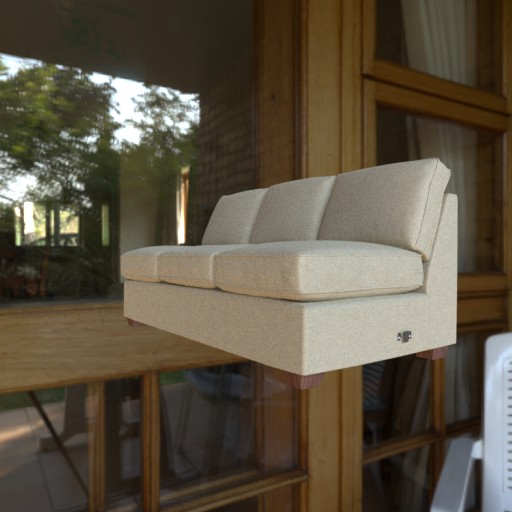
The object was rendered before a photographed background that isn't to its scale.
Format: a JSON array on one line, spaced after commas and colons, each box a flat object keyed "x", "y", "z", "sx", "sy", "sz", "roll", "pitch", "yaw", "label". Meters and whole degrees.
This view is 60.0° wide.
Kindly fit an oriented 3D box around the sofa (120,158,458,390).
[{"x": 0.000, "y": 0.000, "z": 2.631, "sx": 1.027, "sy": 0.973, "sz": 1.962, "roll": 0, "pitch": 0, "yaw": -35, "label": "sofa"}]
